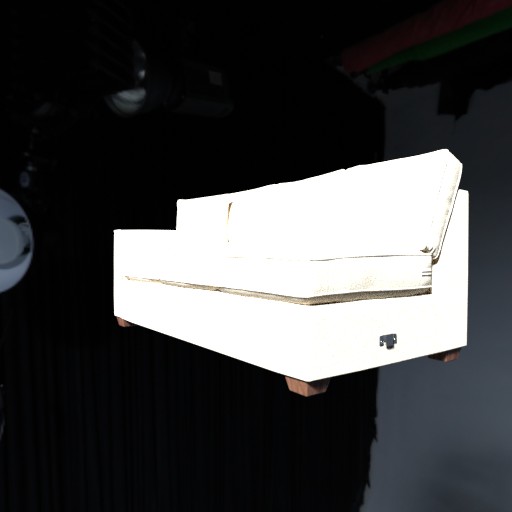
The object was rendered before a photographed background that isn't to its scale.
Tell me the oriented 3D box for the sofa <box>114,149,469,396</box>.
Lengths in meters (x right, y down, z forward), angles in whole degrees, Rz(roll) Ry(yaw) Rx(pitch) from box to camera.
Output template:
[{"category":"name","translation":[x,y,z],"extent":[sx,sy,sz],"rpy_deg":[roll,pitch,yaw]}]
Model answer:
[{"category":"sofa","translation":[0.000,0.000,2.508],"extent":[1.034,0.946,1.962],"rpy_deg":[0,0,-36]}]
